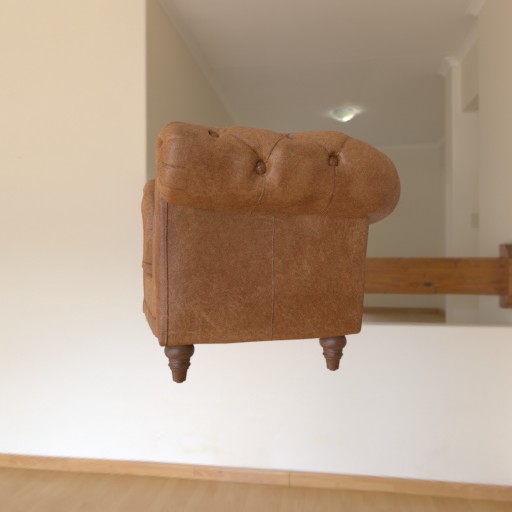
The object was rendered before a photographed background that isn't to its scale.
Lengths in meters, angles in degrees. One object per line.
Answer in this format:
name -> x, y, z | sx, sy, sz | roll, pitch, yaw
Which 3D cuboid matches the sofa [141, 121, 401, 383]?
sofa -> 0.000, 0.000, 2.079 | 1.033, 0.878, 1.405 | 0, 0, -17
